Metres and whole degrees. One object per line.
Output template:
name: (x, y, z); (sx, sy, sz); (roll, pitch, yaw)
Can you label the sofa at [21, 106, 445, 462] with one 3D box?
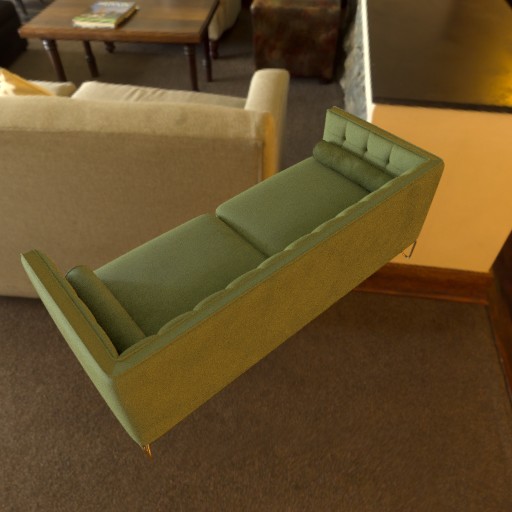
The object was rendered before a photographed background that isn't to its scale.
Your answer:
sofa: (0.000, 0.000, 2.474); (2.087, 0.789, 0.867); (-32, 54, -27)
